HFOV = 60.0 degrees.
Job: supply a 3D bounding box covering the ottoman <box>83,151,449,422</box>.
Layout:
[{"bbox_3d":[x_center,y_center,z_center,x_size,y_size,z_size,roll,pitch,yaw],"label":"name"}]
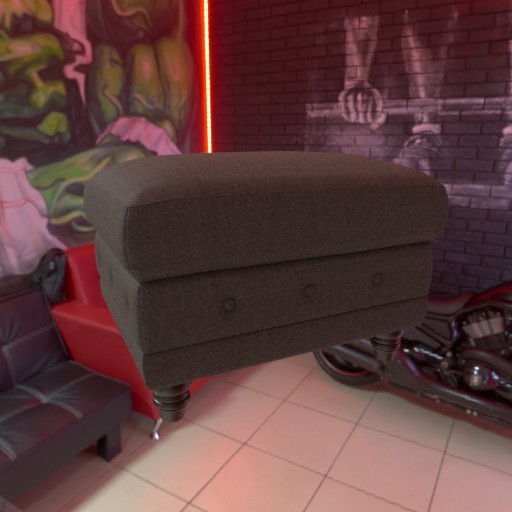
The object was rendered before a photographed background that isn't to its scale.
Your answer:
[{"bbox_3d":[0.000,0.000,1.216,0.809,0.555,0.599,-7,17,-26],"label":"ottoman"}]
